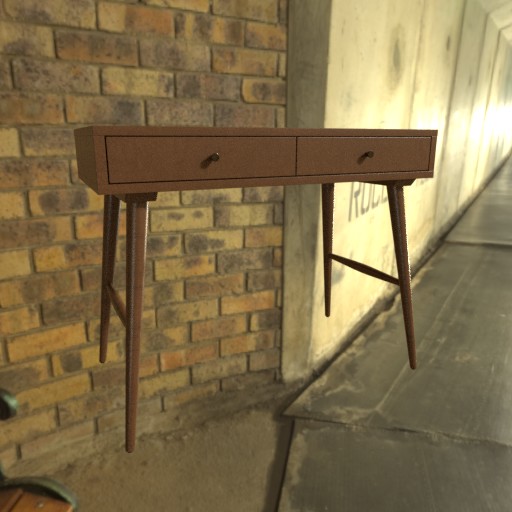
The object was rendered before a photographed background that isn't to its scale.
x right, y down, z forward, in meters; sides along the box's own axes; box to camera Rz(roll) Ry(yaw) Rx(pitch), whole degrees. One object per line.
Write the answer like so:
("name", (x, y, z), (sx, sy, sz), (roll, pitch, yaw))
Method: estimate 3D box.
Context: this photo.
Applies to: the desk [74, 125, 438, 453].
("desk", (0.000, 0.000, 1.380), (0.949, 0.758, 0.510), (-7, 16, -25))
